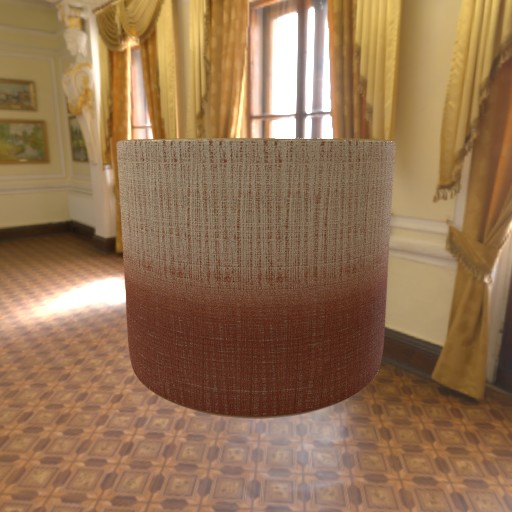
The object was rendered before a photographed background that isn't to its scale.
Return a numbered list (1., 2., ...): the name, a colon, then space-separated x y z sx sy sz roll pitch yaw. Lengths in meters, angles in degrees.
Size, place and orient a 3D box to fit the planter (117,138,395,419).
1. planter: 0.000 0.000 0.439 0.254 0.221 0.254 0 14 0
